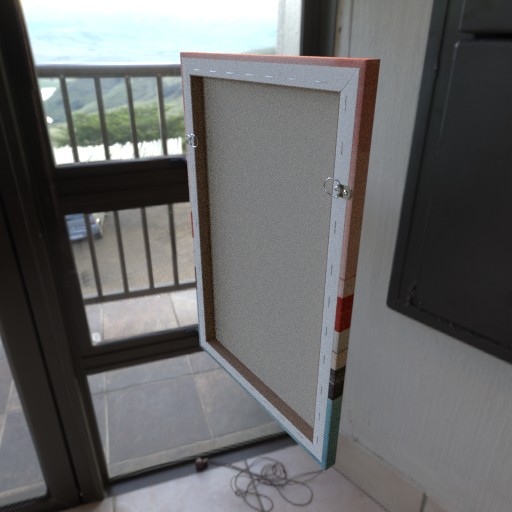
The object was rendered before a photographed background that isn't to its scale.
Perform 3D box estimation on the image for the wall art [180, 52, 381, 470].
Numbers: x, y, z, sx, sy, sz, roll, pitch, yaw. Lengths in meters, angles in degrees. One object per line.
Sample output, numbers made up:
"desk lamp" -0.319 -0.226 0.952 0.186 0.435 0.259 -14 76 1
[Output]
"wall art" 0.000 0.000 1.106 0.038 0.914 0.610 -18 31 -32
